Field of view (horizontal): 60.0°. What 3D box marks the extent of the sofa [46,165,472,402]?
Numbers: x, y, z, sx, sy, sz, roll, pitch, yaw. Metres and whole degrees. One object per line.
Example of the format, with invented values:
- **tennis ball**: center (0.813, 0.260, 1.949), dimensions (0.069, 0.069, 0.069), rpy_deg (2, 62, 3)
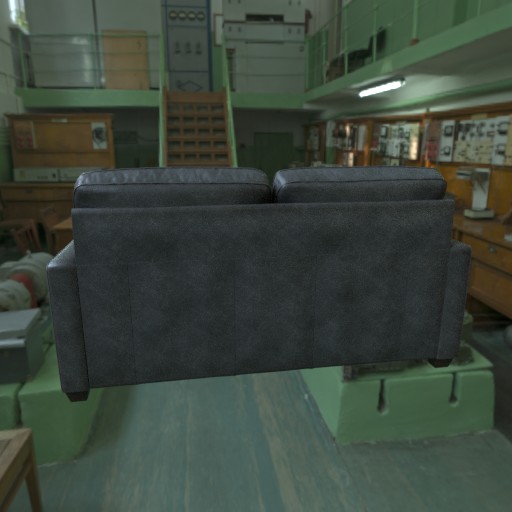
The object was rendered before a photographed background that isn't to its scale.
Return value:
- **sofa**: center (0.000, 0.000, 2.203), dimensions (1.732, 0.916, 0.939), rpy_deg (-3, 15, -10)
